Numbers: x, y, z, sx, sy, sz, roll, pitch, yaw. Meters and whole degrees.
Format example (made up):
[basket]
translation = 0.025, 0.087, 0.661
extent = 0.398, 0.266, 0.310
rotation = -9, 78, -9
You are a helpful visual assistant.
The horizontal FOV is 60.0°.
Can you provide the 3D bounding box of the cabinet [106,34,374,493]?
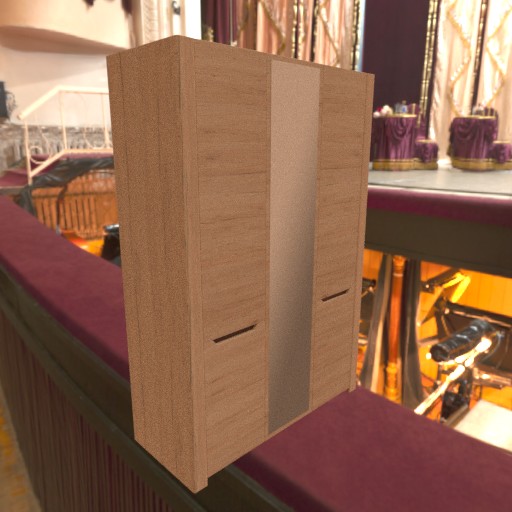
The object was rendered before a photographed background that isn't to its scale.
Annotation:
[cabinet]
translation = 0.000, 0.000, 2.597
extent = 1.400, 2.070, 0.580
rotation = -13, 19, -43
